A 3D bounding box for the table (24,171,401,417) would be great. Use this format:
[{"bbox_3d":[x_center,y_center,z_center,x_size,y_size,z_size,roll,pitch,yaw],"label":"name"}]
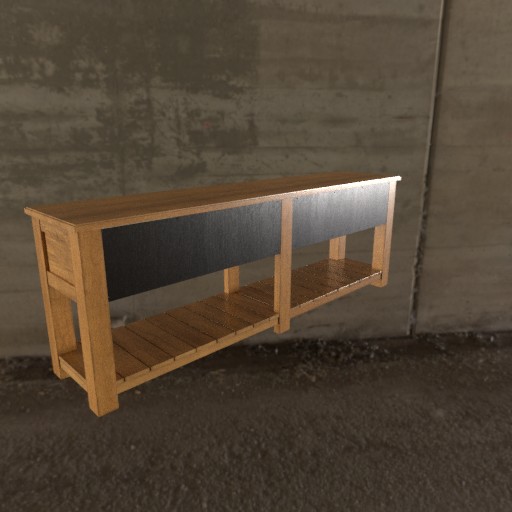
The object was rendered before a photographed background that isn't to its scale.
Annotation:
[{"bbox_3d":[0.000,0.000,2.064,1.815,0.635,0.425,-15,22,-42],"label":"table"}]
